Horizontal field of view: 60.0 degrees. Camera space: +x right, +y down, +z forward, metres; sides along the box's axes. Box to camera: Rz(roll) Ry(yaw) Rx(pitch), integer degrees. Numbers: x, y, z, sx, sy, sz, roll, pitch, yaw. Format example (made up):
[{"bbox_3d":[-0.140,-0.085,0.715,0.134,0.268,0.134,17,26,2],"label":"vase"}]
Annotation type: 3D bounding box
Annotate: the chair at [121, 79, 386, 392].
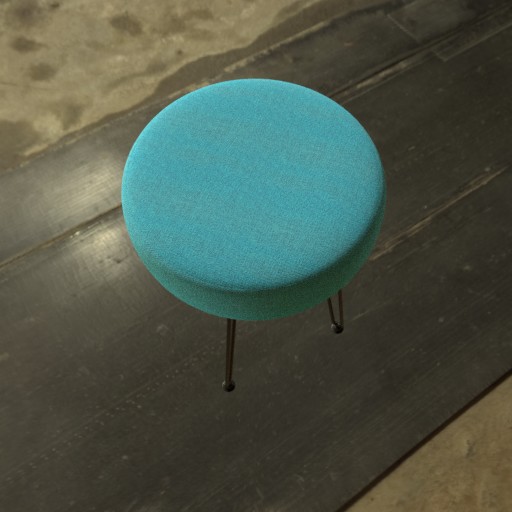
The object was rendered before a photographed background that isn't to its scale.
[{"bbox_3d":[0.000,0.000,0.675,0.350,0.440,0.350,16,65,8],"label":"chair"}]
